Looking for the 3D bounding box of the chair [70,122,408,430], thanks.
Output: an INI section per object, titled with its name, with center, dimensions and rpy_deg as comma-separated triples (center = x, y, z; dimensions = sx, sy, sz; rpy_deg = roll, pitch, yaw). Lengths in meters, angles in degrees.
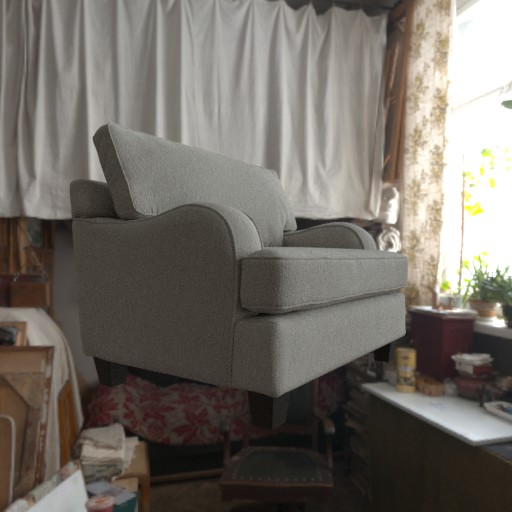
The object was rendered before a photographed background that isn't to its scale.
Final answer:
[chair]
center = 0.000, 0.000, 1.984
dimensions = 1.041, 1.016, 1.220
rpy_deg = 0, 0, 35
